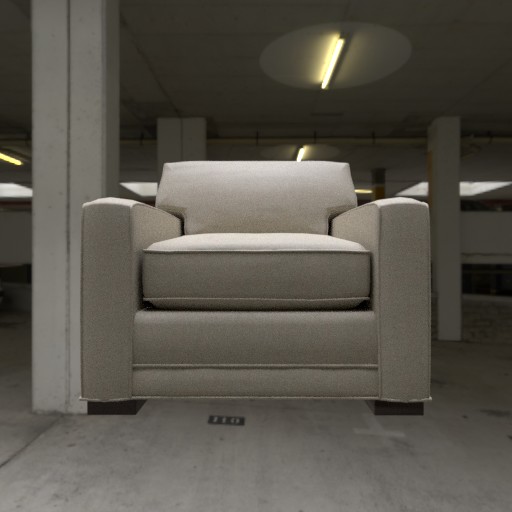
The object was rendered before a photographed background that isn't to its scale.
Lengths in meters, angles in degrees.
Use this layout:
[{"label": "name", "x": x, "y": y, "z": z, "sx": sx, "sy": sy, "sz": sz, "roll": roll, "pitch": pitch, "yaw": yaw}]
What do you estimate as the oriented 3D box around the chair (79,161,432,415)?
[{"label": "chair", "x": 0.000, "y": 0.000, "z": 1.747, "sx": 0.998, "sy": 0.913, "sz": 1.043, "roll": 0, "pitch": 0, "yaw": 0}]
